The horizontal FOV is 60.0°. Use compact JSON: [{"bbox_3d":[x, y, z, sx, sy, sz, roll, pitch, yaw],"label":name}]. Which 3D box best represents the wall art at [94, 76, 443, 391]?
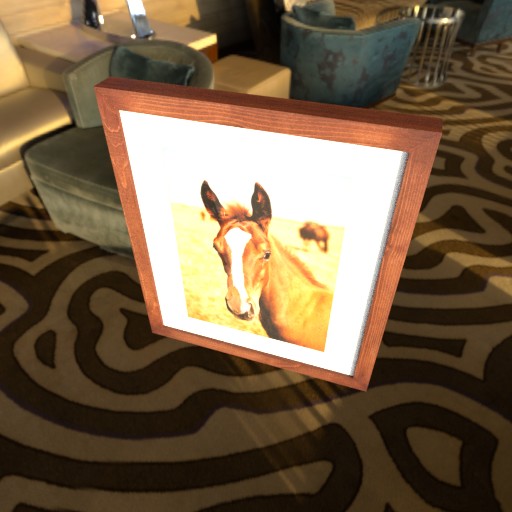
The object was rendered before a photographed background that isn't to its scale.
[{"bbox_3d":[0.000,0.000,0.537,0.330,0.381,0.030,12,42,14],"label":"wall art"}]
